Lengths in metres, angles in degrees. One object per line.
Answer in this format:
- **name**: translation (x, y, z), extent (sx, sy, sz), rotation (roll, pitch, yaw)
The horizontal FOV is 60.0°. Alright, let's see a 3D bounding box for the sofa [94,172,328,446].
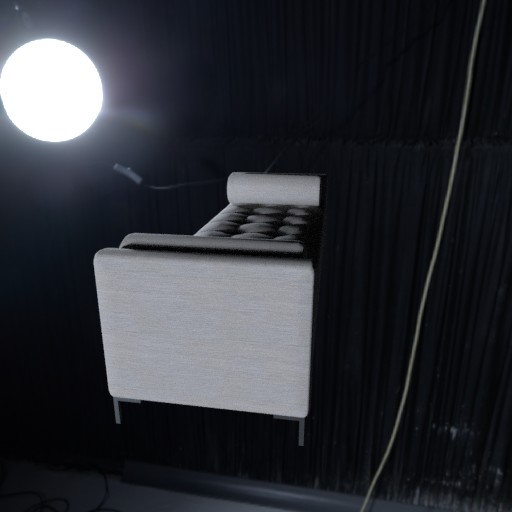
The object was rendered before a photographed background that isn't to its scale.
- **sofa**: translation (0.000, 0.000, 2.317), extent (0.686, 0.635, 1.981), rotation (3, 18, 9)
